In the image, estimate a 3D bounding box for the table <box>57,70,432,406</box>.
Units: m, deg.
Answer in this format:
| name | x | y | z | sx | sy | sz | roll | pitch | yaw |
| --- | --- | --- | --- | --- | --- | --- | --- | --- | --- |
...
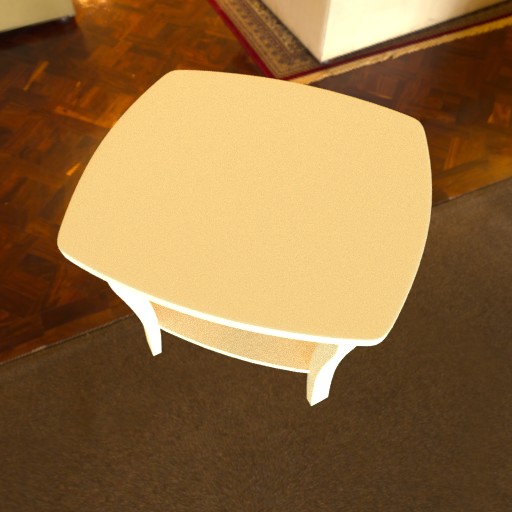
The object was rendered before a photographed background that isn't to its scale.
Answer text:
| name | x | y | z | sx | sy | sz | roll | pitch | yaw |
| --- | --- | --- | --- | --- | --- | --- | --- | --- | --- |
| table | 0.000 | 0.000 | 0.835 | 0.502 | 0.438 | 0.451 | 15 | 60 | 9 |
